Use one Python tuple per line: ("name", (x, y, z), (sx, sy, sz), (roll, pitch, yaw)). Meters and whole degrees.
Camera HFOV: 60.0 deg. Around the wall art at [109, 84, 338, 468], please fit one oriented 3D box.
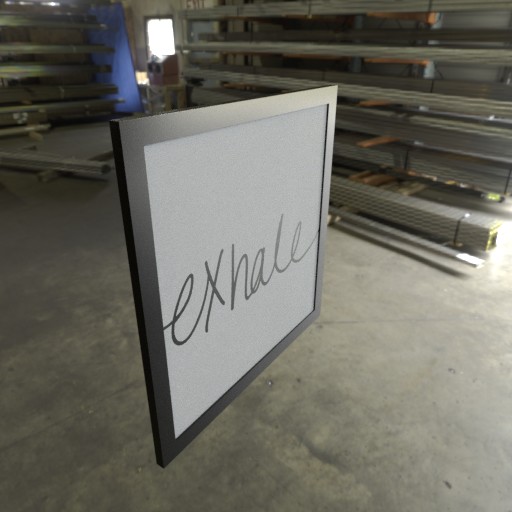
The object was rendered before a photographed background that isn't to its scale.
("wall art", (0.000, 0.000, 0.657), (0.014, 0.445, 0.446), (17, 31, 31))
